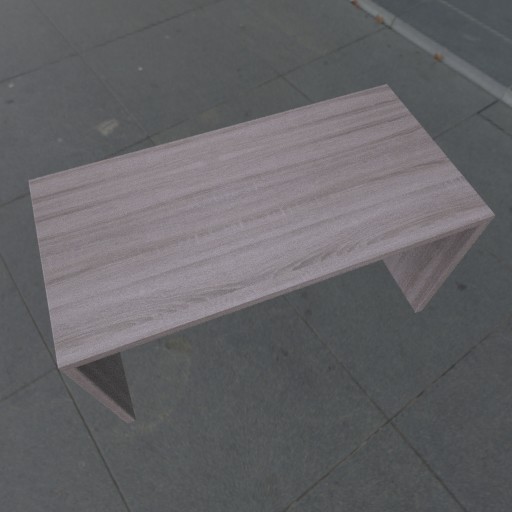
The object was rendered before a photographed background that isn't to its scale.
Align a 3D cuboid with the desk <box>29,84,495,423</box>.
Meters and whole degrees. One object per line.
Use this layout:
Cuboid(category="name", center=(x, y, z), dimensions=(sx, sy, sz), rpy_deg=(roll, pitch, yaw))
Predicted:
Cuboid(category="desk", center=(0.000, 0.000, 1.776), dimensions=(1.380, 0.745, 0.690), rpy_deg=(-18, 60, -11))
